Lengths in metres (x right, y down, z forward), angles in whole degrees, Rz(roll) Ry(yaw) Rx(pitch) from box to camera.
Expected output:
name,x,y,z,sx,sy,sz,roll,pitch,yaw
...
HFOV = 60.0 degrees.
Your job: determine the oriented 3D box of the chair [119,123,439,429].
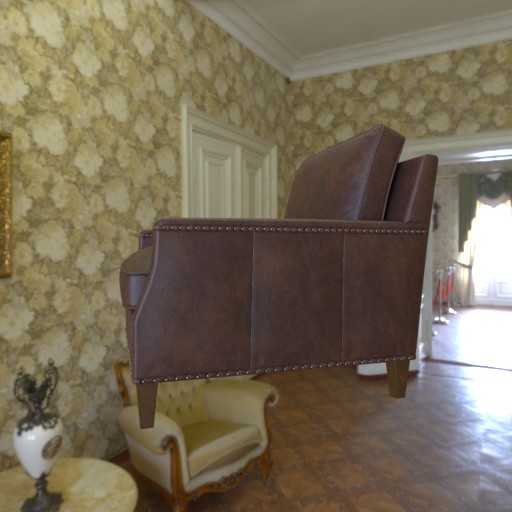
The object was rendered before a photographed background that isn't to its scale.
name,x,y,z,sx,sy,sz,roll,pitch,yaw
chair,0.000,0.000,1.719,1.014,0.929,0.853,0,1,-18
